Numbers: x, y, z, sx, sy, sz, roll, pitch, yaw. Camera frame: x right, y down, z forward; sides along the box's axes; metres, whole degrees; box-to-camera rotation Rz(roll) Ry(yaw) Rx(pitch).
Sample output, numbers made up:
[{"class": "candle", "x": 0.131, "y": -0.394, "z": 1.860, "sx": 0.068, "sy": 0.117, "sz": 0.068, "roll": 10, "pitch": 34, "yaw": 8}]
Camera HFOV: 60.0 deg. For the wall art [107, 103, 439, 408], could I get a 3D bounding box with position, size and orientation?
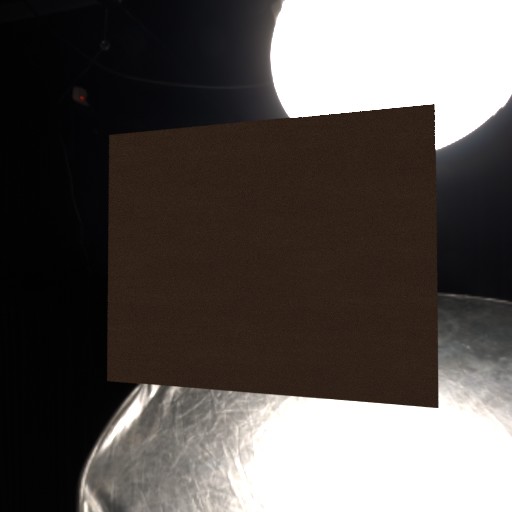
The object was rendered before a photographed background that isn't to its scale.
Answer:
[{"class": "wall art", "x": 0.000, "y": 0.000, "z": 0.669, "sx": 0.508, "sy": 0.408, "sz": 0.012, "roll": 0, "pitch": -2, "yaw": 16}]
